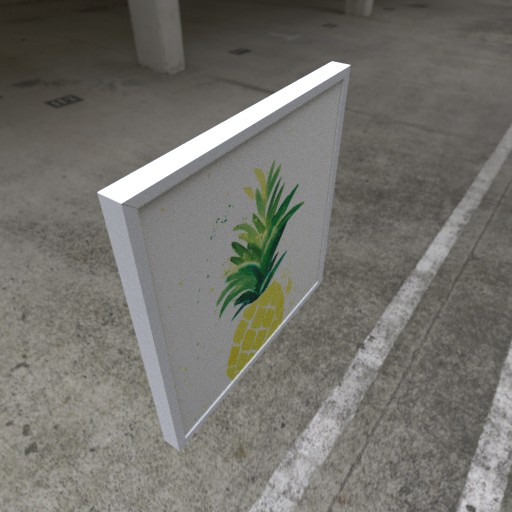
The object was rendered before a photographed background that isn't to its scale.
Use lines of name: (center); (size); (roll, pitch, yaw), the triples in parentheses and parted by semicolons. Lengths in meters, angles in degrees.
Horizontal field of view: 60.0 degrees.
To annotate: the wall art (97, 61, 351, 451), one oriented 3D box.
wall art: (0.000, 0.000, 0.761); (0.035, 0.507, 0.508); (24, 46, 26)
